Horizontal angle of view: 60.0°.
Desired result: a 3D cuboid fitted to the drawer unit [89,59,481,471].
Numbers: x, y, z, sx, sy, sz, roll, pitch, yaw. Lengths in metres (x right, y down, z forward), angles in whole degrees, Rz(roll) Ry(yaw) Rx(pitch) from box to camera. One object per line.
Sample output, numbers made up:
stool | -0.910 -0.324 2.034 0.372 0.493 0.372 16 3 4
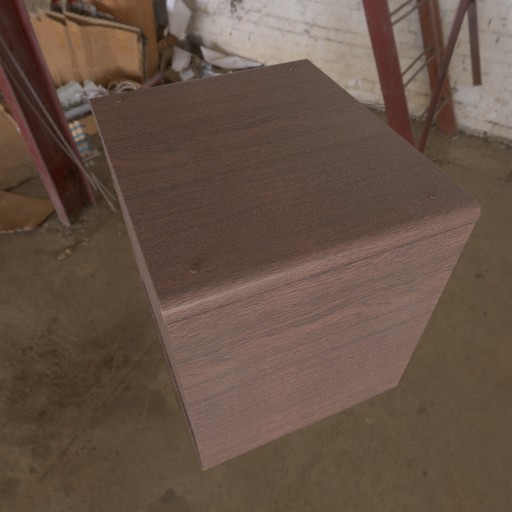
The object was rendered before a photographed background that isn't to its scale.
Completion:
drawer unit | 0.000 0.000 0.581 0.290 0.344 0.344 -17 49 -16
